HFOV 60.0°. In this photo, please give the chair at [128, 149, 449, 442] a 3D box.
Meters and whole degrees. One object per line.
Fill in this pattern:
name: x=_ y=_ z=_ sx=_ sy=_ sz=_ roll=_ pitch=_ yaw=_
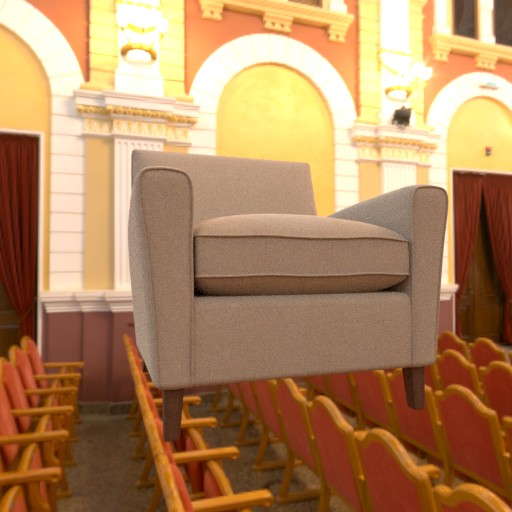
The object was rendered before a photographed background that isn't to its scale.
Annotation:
chair: x=0.000 y=0.000 z=1.490 sx=0.840 sy=0.846 sz=0.871 roll=0 pitch=-1 yaw=-19
